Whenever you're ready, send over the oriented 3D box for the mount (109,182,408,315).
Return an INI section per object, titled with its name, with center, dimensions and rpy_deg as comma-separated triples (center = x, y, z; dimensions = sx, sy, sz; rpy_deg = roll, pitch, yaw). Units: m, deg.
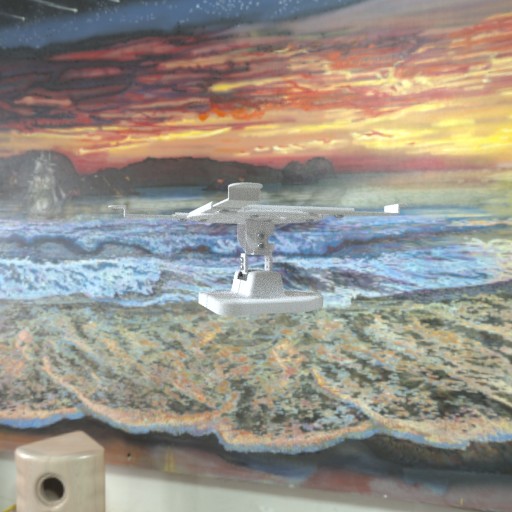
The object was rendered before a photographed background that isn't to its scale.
[mount]
center = 0.000, 0.000, 0.624
dimensions = 0.394, 0.141, 0.394
rpy_deg = 0, 1, -18
